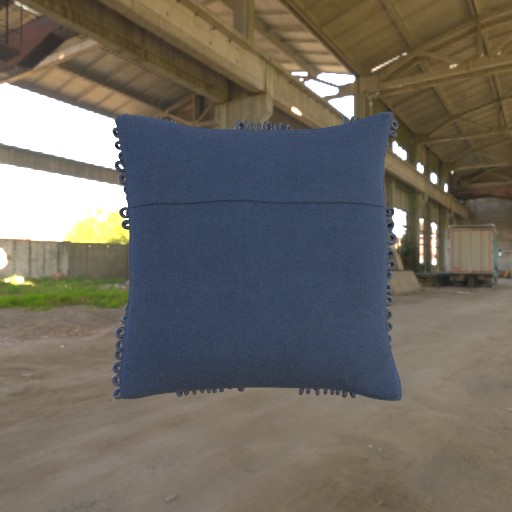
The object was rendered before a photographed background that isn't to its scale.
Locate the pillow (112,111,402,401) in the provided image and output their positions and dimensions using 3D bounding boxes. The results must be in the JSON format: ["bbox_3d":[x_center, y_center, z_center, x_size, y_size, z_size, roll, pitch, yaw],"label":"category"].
[{"bbox_3d":[0.000,0.000,0.723,0.469,0.466,0.172,0,0,-1],"label":"pillow"}]
